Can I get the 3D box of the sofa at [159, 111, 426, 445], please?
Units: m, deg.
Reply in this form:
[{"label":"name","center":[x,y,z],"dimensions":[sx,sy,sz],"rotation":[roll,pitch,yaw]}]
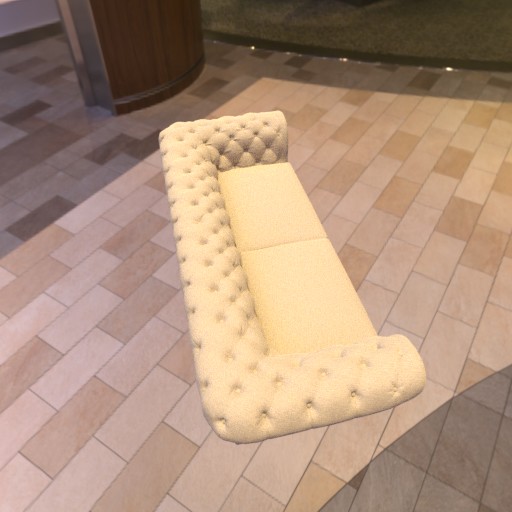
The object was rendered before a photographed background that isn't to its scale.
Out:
[{"label":"sofa","center":[0.000,0.000,3.098],"dimensions":[1.076,0.847,2.694],"rotation":[-10,47,-9]}]
